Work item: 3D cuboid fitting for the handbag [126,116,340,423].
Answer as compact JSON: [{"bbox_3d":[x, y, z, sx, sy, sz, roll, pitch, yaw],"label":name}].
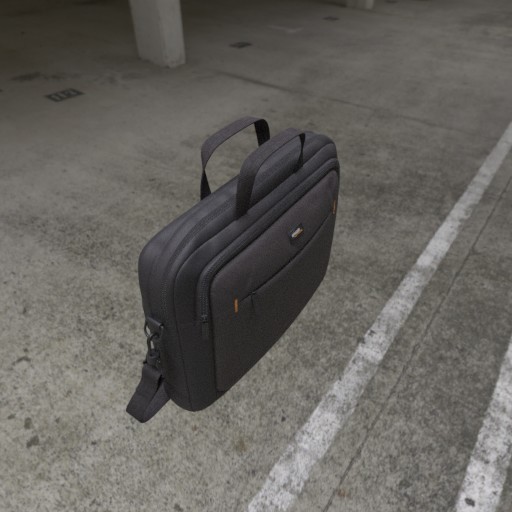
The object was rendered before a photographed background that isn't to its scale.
[{"bbox_3d":[0.000,0.000,0.434,0.089,0.244,0.320,25,47,26],"label":"handbag"}]
